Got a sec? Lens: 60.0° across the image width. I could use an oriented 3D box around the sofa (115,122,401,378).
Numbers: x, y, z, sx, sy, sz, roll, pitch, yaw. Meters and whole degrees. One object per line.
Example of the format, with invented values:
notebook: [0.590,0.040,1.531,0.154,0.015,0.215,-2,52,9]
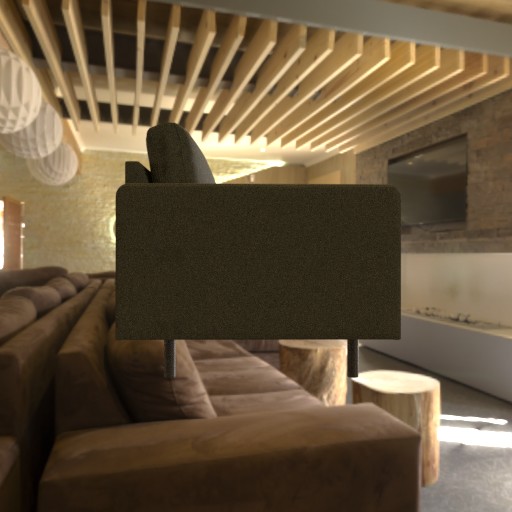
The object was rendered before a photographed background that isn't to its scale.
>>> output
sofa: [0.000,0.000,2.210,0.889,0.897,1.730,0,0,-1]
